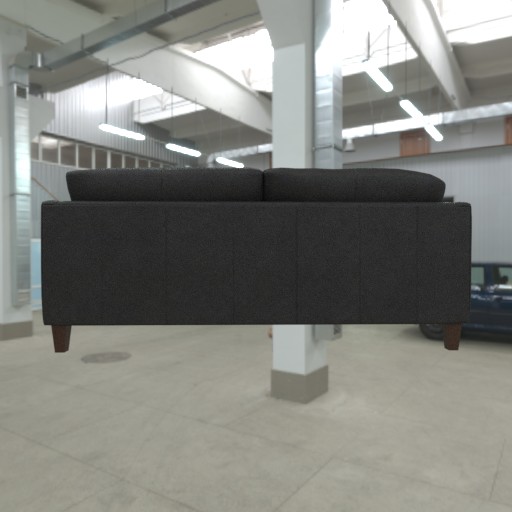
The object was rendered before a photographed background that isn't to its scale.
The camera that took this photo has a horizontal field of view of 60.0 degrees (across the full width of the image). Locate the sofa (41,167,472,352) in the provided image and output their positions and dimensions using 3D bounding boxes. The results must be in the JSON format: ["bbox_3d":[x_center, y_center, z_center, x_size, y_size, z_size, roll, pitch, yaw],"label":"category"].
[{"bbox_3d":[0.000,0.000,2.452,1.971,0.863,0.933,0,0,-1],"label":"sofa"}]
